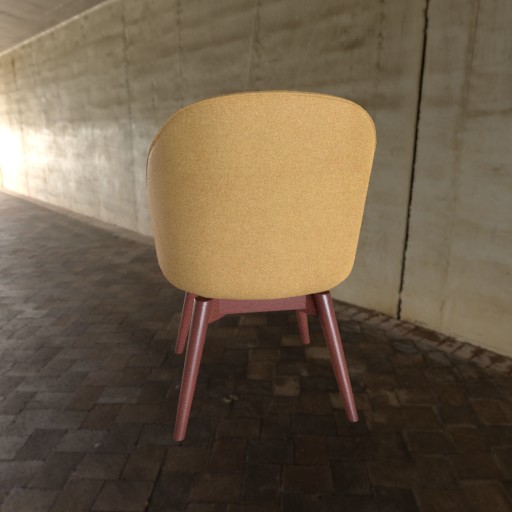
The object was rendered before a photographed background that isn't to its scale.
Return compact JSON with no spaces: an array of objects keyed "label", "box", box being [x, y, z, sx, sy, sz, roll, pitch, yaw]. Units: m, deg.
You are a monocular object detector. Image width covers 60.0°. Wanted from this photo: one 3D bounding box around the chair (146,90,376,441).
[{"label":"chair","box":[0.000,0.000,1.249,0.596,0.823,0.635,-3,16,-9]}]
